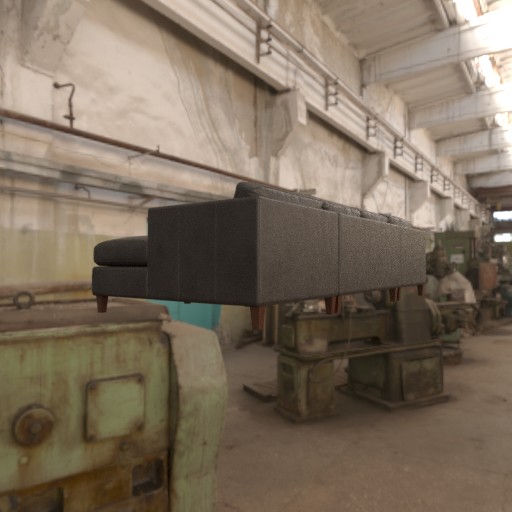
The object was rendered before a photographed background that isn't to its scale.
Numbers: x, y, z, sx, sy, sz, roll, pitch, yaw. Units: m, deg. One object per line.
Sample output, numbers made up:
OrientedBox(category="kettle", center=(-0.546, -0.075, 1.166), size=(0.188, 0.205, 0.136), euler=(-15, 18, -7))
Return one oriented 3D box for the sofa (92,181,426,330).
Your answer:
OrientedBox(category="sofa", center=(0.000, 0.000, 4.491), size=(2.452, 0.891, 3.324), euler=(-1, -1, 36))
